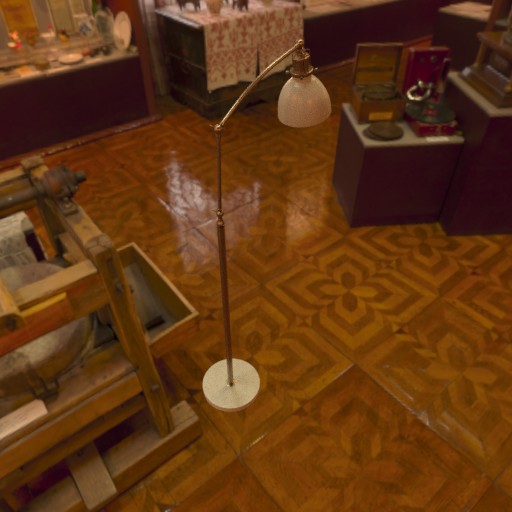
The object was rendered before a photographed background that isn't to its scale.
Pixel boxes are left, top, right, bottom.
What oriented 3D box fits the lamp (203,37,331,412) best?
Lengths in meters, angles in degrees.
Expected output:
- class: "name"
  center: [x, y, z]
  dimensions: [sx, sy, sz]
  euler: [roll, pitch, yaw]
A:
- class: "lamp"
  center: [0.000, 0.000, 1.802]
  dimensions: [0.599, 1.586, 0.288]
  euler: [-26, 47, -27]
